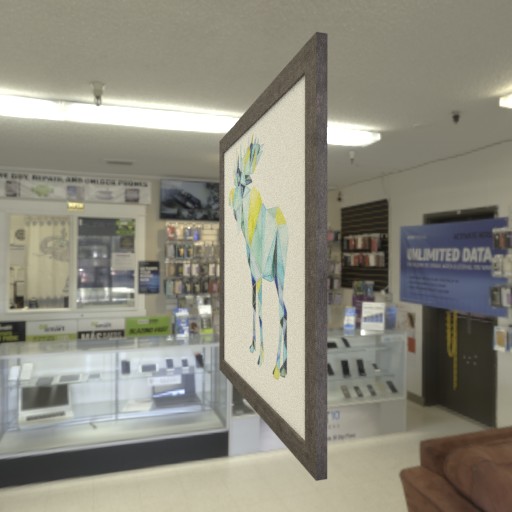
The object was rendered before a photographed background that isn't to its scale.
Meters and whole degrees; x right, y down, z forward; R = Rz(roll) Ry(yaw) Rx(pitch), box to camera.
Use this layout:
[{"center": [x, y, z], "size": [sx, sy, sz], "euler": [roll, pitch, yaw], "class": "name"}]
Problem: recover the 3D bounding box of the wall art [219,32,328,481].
[{"center": [0.000, 0.000, 0.671], "size": [0.013, 0.457, 0.457], "euler": [0, 0, -17], "class": "wall art"}]
